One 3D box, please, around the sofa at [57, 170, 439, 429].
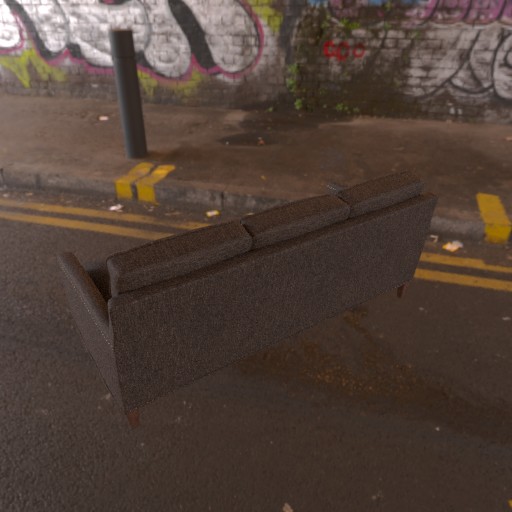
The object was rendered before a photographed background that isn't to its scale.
[{"bbox_3d":[0.000,0.000,2.903,2.246,1.003,1.084,-19,35,-29],"label":"sofa"}]
